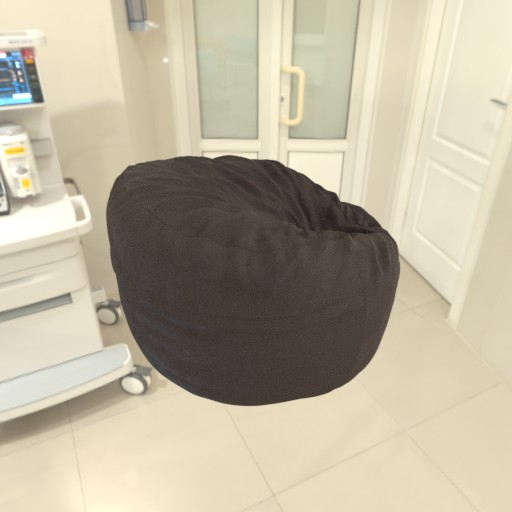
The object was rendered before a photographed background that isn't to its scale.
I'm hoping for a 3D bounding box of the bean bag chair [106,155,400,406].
[{"bbox_3d":[0.000,0.000,2.025,1.245,0.821,1.245,0,31,0],"label":"bean bag chair"}]
